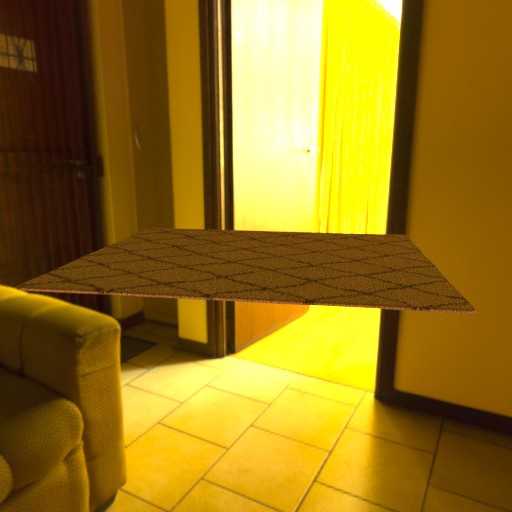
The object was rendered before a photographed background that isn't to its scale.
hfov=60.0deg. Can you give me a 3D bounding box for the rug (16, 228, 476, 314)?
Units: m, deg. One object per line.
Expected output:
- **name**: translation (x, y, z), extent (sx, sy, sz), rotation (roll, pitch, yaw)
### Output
- **rug**: translation (0.000, 0.000, 4.040), extent (3.047, 0.029, 2.438), rotation (2, 14, 9)
